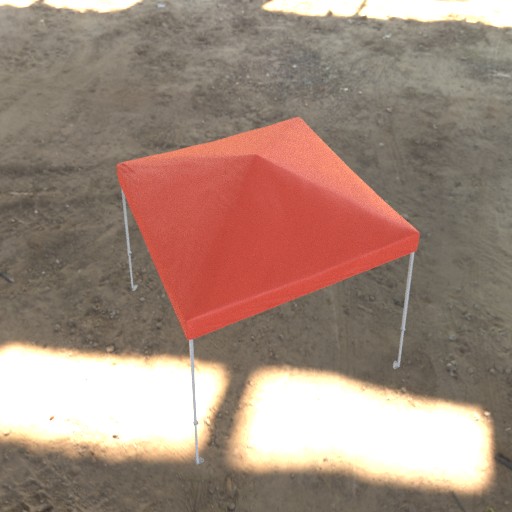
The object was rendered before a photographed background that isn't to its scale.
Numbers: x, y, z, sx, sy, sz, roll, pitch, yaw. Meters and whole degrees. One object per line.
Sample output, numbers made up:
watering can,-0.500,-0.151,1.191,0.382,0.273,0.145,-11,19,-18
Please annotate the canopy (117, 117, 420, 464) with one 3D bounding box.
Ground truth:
canopy,0.000,0.000,5.255,2.849,2.850,2.850,-19,50,-17
